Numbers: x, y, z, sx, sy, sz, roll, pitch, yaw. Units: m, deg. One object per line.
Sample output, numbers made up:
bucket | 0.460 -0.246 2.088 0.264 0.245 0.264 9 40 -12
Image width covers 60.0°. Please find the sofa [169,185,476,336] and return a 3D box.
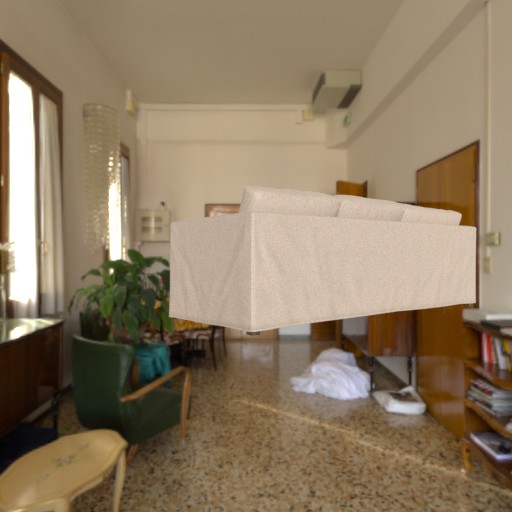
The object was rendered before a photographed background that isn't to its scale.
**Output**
sofa | 0.000 0.000 4.383 2.432 0.871 3.182 0 0 -37
